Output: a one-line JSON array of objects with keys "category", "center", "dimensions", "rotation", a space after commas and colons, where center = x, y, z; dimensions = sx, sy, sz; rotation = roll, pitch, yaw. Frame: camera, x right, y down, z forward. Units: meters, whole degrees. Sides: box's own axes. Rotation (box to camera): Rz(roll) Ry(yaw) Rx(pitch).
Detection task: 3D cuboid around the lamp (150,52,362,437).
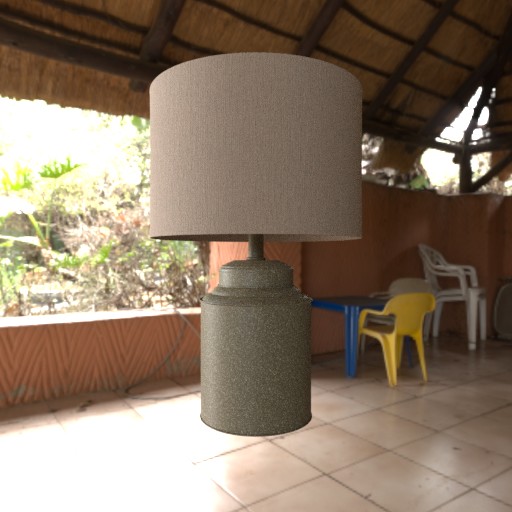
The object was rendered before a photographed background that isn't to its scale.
[{"category": "lamp", "center": [0.000, 0.000, 0.681], "dimensions": [0.318, 0.486, 0.318], "rotation": [0, 0, 0]}]
